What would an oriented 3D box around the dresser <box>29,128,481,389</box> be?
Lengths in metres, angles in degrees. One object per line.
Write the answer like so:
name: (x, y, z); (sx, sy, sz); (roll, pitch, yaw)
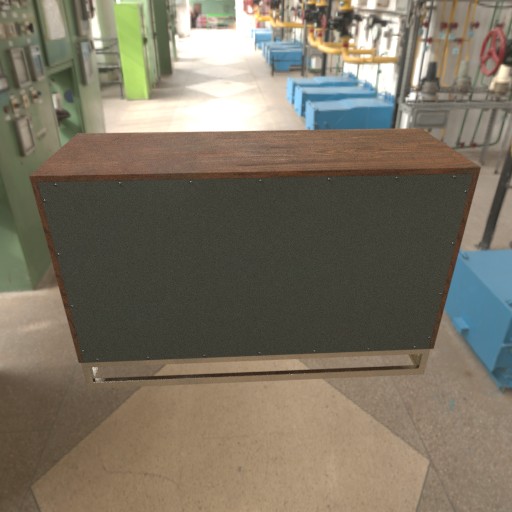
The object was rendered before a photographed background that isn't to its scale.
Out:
dresser: (0.000, 0.000, 2.142); (1.646, 1.061, 0.623); (-2, 30, -3)
